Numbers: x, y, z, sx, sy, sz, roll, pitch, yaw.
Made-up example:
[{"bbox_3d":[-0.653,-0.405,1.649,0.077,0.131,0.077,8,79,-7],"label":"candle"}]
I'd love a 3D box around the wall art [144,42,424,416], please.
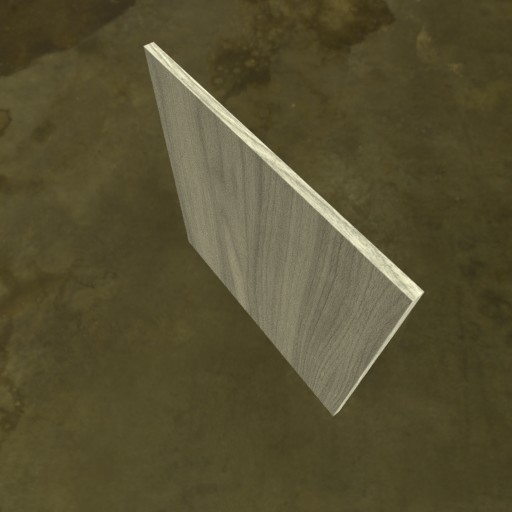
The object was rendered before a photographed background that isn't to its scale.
[{"bbox_3d":[0.000,0.000,0.744,0.016,0.507,0.508,-33,64,-19],"label":"wall art"}]
